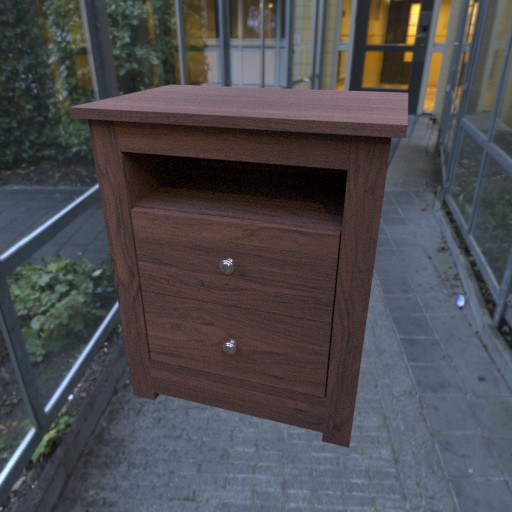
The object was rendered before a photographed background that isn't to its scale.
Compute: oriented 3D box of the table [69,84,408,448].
[{"bbox_3d":[0.000,0.000,1.059,0.589,0.711,0.406,8,28,15],"label":"table"}]
